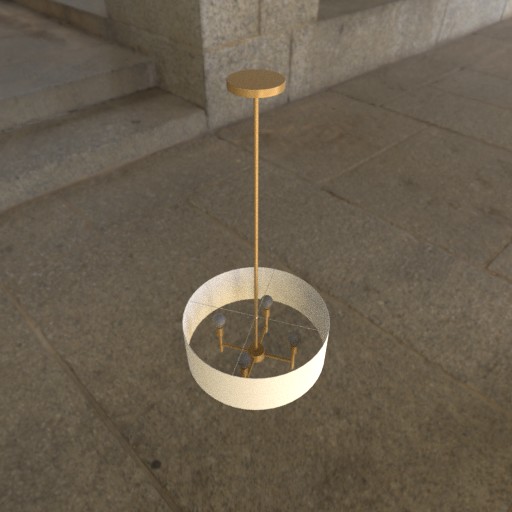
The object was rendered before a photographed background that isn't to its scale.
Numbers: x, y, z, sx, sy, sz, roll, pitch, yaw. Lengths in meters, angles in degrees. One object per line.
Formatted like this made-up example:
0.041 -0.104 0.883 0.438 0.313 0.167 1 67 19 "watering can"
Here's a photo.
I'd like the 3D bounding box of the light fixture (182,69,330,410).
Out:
0.000 0.000 1.361 0.508 1.067 0.508 0 41 0 "light fixture"
